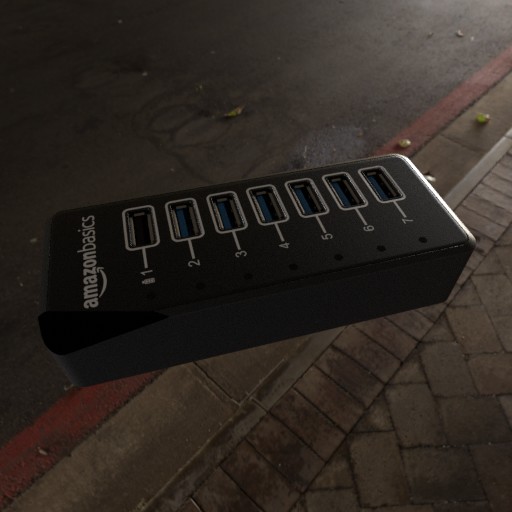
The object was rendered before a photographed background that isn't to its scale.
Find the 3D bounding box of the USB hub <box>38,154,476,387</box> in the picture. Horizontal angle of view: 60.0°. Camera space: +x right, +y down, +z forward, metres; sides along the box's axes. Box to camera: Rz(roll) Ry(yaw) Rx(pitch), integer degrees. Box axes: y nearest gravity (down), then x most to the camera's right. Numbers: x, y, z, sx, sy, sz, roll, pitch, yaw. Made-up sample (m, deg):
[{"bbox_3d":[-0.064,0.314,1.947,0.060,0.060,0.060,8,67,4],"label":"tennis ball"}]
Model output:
[{"bbox_3d":[0.000,0.000,0.127,0.110,0.023,0.044,-11,49,-10],"label":"USB hub"}]
